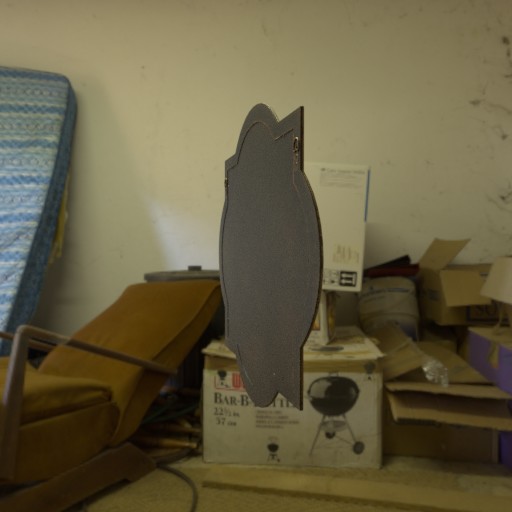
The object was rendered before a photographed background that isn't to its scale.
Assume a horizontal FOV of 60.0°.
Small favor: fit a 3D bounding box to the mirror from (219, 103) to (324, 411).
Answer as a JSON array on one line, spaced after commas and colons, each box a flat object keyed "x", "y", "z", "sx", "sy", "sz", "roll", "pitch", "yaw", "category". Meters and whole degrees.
[{"x": 0.000, "y": 0.000, "z": 1.055, "sx": 0.019, "sy": 0.686, "sz": 0.686, "roll": 0, "pitch": 2, "yaw": -18, "category": "mirror"}]
